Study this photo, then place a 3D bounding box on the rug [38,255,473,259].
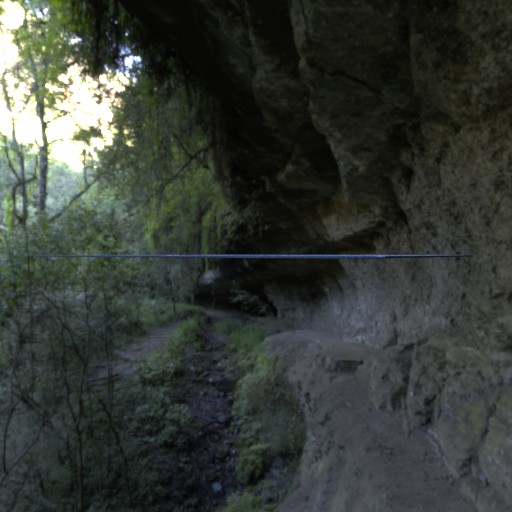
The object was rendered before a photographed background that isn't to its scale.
[{"bbox_3d":[0.000,0.000,4.201,3.342,0.018,2.432,0,0,36],"label":"rug"}]
